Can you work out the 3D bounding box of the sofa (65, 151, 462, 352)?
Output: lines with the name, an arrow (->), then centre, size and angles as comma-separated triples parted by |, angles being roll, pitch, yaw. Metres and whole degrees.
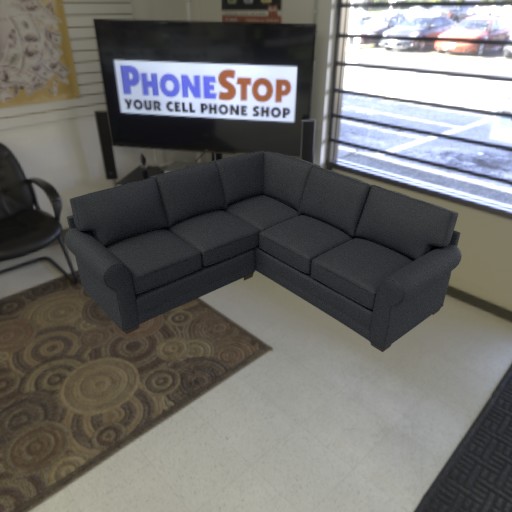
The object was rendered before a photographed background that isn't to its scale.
sofa -> 0.000, 0.000, 3.919 | 2.487, 1.042, 2.562 | -23, 37, -34
